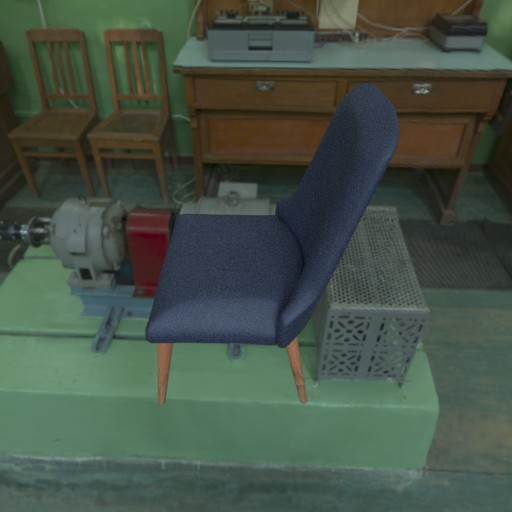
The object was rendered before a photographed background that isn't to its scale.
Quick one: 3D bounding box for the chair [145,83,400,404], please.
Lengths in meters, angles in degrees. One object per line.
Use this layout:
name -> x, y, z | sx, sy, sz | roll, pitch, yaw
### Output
chair -> 0.000, 0.000, 1.174 | 0.567, 0.820, 0.504 | 1, 40, 1
